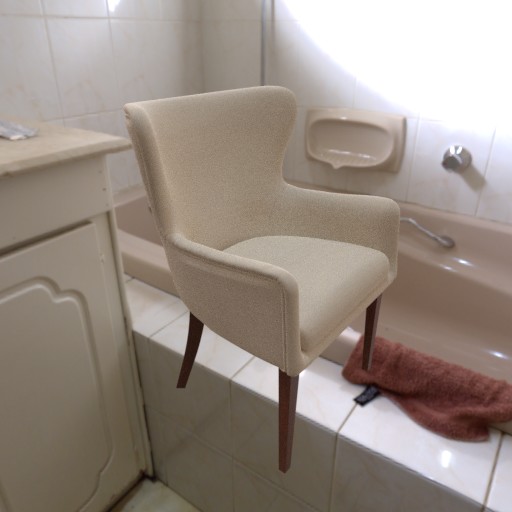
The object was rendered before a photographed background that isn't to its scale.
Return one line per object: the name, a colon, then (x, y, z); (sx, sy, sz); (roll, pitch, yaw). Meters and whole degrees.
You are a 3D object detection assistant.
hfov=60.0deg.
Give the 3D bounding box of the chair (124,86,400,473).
chair: (0.000, 0.000, 1.464); (0.744, 0.990, 0.696); (19, 32, 33)
